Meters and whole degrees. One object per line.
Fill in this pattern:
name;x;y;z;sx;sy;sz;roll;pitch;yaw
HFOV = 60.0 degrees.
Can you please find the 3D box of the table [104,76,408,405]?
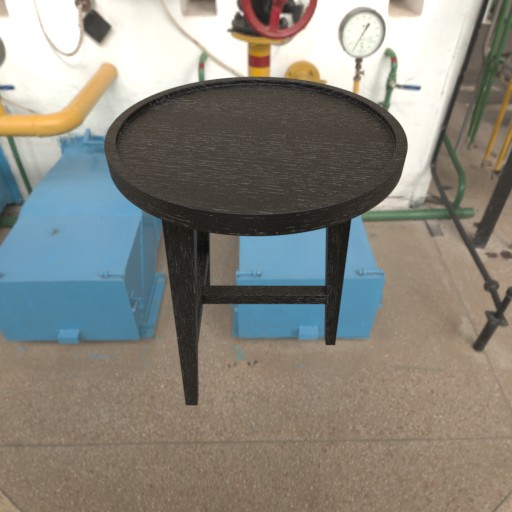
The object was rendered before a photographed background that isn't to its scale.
table;0.000;0.000;0.751;0.399;0.460;0.399;0;41;0
